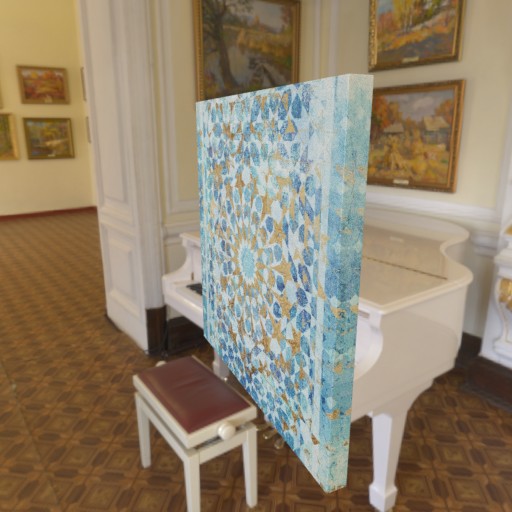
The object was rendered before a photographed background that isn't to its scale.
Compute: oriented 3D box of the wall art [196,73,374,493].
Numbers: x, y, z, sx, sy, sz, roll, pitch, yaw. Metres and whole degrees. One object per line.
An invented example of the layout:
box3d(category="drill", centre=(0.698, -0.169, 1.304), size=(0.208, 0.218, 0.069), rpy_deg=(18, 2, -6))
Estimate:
box3d(category="wall art", centre=(0.000, 0.000, 0.880), size=(0.040, 0.609, 0.609), rpy_deg=(-7, 17, -23))
